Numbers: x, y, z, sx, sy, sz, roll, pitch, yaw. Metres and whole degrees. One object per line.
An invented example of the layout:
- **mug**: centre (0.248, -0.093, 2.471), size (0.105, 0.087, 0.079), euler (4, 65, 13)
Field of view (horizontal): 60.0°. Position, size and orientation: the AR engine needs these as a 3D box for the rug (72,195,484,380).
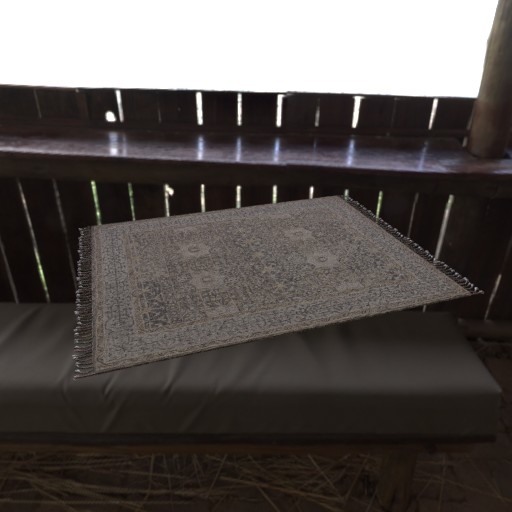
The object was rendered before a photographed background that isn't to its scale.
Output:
- **rug**: centre (0.000, 0.000, 4.300), size (3.291, 0.017, 2.431), euler (-9, 30, -16)
